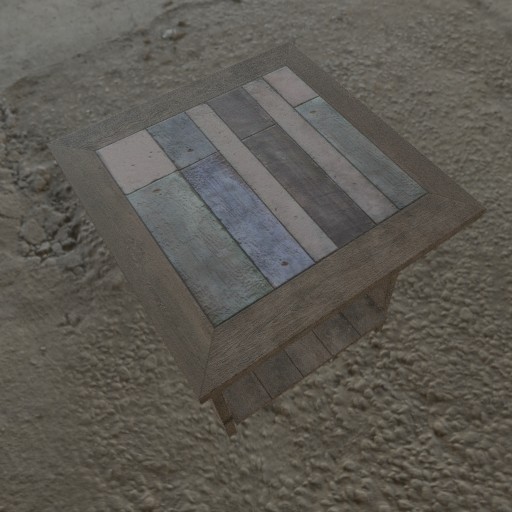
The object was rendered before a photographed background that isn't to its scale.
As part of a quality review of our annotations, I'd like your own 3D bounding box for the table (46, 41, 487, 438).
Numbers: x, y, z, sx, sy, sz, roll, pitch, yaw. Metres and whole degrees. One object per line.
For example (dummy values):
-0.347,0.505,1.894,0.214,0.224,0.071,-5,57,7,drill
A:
0.000,0.000,1.113,0.610,0.610,0.610,-30,64,-17,table
